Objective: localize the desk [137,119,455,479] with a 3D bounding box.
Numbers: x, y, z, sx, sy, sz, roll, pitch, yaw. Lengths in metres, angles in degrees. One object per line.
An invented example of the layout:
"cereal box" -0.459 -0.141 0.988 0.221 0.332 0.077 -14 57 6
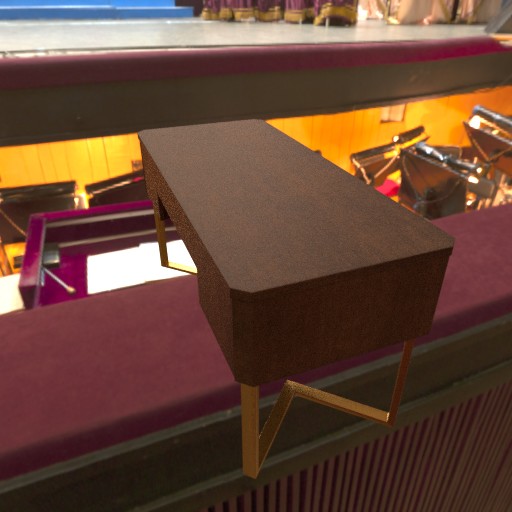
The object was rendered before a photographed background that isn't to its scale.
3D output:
"desk" 0.000 0.000 1.892 0.684 0.762 1.479 -11 33 -18
